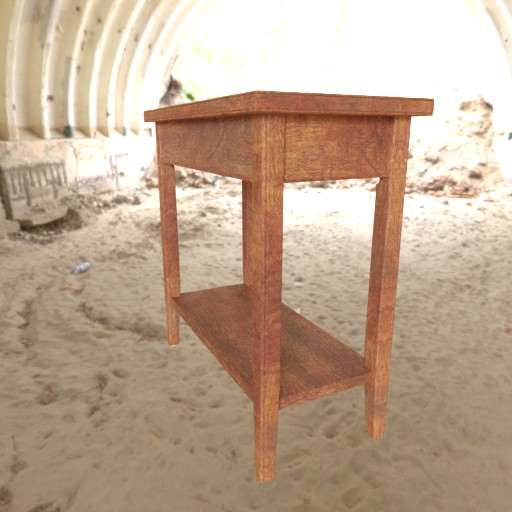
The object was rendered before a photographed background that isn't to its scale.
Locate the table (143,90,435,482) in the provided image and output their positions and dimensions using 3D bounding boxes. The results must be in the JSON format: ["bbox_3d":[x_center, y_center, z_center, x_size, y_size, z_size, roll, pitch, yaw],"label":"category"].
[{"bbox_3d":[0.000,0.000,0.950,0.305,0.610,0.610,-8,17,-25],"label":"table"}]
